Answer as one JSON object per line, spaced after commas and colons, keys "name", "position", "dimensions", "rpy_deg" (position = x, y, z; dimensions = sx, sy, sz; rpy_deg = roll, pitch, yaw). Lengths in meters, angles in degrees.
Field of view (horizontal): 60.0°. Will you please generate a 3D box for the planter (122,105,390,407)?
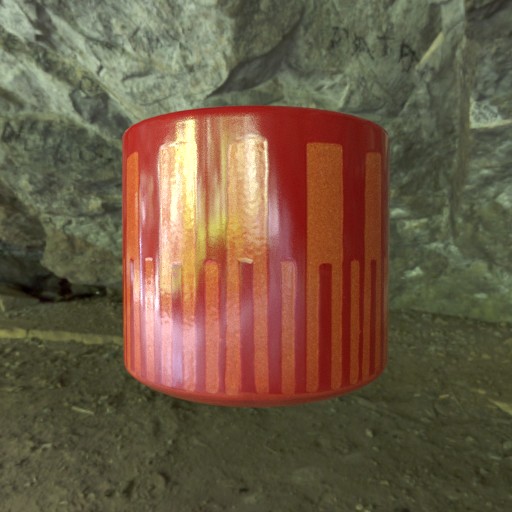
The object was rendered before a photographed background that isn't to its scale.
{"name": "planter", "position": [0.000, 0.000, 0.399], "dimensions": [0.230, 0.202, 0.230], "rpy_deg": [0, 2, 0]}
